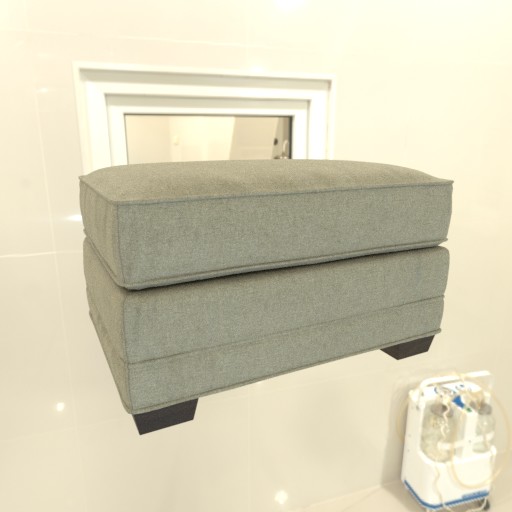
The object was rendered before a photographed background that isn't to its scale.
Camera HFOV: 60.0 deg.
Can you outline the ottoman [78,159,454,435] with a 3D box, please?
[{"bbox_3d":[0.000,0.000,1.208,0.848,0.508,0.611,-7,17,-26],"label":"ottoman"}]
